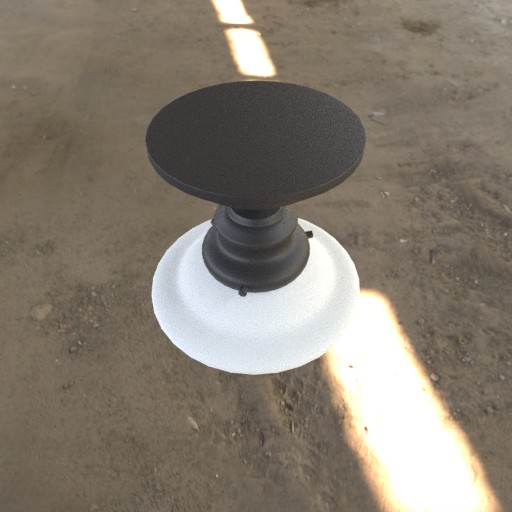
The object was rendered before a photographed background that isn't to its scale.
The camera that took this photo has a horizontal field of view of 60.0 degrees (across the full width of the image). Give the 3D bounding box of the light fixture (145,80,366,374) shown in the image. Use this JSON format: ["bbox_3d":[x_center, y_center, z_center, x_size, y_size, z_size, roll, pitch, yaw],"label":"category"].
[{"bbox_3d":[0.000,0.000,0.399,0.197,0.254,0.197,0,46,0],"label":"light fixture"}]
